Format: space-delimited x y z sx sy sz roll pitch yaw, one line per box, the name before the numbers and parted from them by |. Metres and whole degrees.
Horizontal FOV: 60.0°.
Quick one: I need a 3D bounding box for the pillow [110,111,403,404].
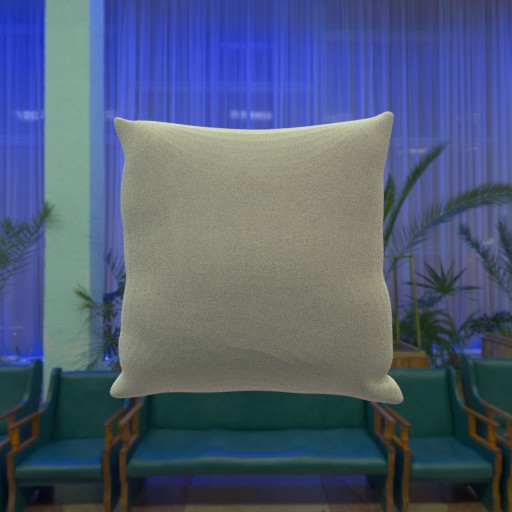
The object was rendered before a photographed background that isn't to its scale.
pillow | 0.000 0.000 0.677 0.440 0.441 0.182 0 -1 1
